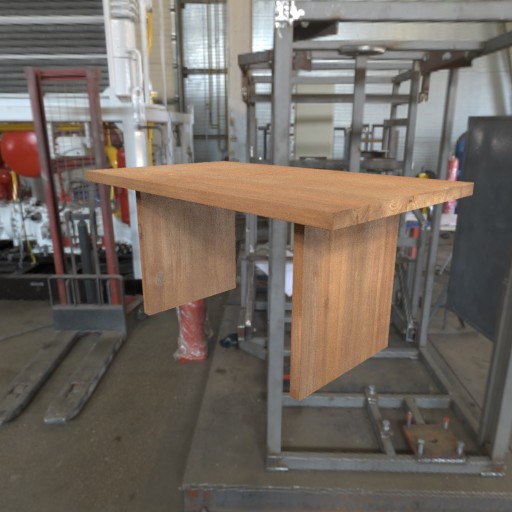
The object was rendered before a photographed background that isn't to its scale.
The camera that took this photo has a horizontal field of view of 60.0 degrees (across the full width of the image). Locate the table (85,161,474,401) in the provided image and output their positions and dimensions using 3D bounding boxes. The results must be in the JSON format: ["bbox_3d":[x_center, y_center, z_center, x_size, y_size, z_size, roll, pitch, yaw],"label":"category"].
[{"bbox_3d":[0.000,0.000,2.180,0.946,0.780,1.609,-15,22,-41],"label":"table"}]
